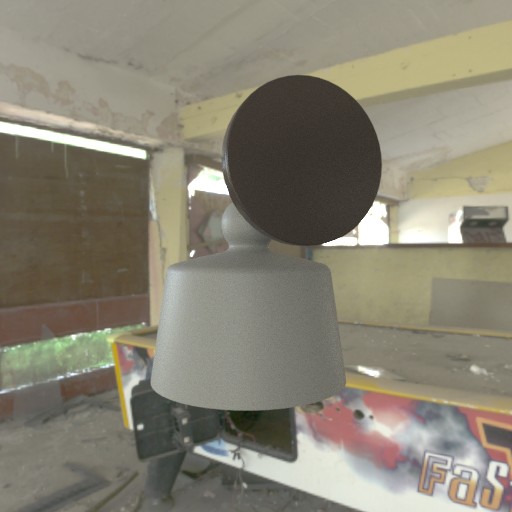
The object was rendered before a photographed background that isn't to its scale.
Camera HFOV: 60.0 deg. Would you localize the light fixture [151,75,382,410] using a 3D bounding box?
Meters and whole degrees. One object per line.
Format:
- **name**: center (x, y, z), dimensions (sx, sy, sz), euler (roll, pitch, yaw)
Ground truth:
- **light fixture**: center (0.000, 0.000, 0.447), dimensions (0.204, 0.268, 0.254), euler (0, 1, -18)
